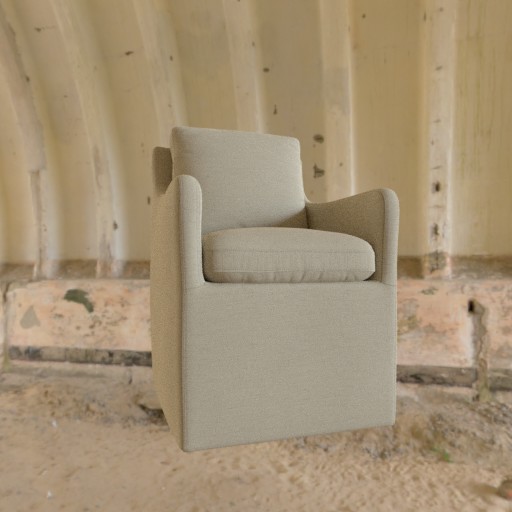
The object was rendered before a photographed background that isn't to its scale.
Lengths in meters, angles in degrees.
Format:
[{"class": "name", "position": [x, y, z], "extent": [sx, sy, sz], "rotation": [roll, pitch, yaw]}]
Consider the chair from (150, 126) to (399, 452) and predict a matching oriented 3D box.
[{"class": "chair", "position": [0.000, 0.000, 1.400], "extent": [0.626, 0.914, 0.694], "rotation": [1, -2, -18]}]
